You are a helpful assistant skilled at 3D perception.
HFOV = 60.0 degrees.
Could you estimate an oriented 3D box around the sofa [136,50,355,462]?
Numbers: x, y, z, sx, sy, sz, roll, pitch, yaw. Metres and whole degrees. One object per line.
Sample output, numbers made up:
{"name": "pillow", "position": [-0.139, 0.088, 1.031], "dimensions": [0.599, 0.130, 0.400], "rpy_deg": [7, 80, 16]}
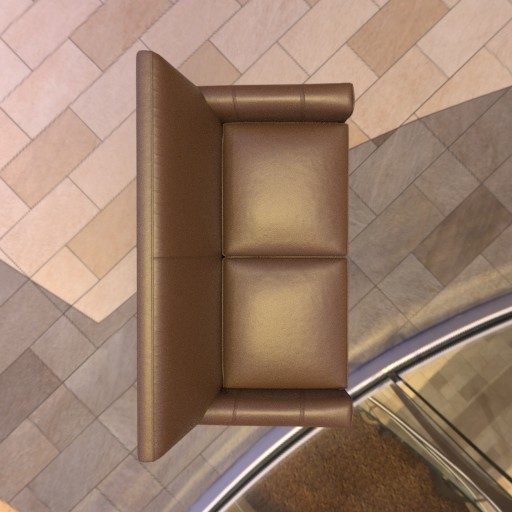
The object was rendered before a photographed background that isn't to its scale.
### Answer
{"name": "sofa", "position": [0.000, 0.000, 2.000], "dimensions": [0.853, 0.859, 1.468], "rpy_deg": [0, 91, 0]}
